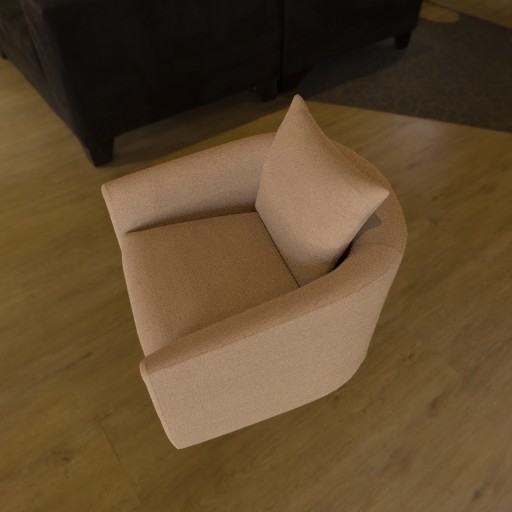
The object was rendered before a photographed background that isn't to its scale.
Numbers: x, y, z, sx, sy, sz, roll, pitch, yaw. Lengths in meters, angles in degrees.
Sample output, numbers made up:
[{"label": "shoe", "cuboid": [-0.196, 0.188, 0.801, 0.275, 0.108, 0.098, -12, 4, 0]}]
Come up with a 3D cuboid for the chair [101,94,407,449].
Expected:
[{"label": "chair", "cuboid": [0.000, 0.000, 1.567, 0.910, 0.848, 0.845, -15, 49, -14]}]
